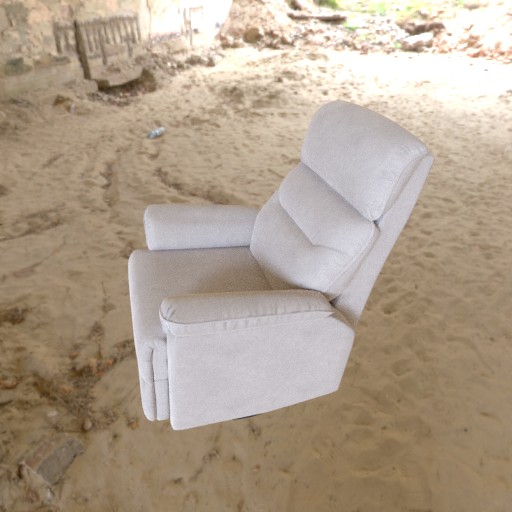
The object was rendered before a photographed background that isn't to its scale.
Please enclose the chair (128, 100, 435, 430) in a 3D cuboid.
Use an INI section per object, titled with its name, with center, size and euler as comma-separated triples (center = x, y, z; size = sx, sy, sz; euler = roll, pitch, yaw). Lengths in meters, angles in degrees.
[chair]
center = 0.000, 0.000, 1.712
size = 1.001, 1.039, 0.820
euler = -9, 33, -14
